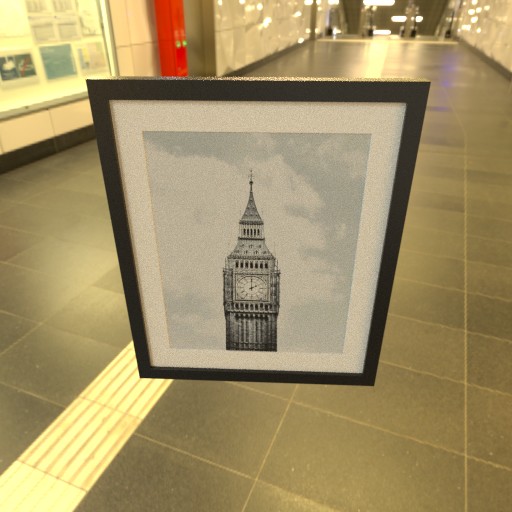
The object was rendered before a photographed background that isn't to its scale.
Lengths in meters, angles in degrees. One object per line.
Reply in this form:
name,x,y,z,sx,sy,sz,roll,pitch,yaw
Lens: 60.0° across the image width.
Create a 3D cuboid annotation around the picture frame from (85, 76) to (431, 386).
picture frame,0.000,0.000,0.741,0.460,0.556,0.028,1,30,2
